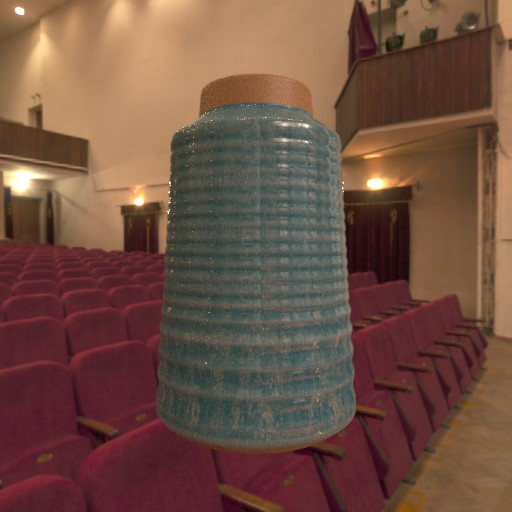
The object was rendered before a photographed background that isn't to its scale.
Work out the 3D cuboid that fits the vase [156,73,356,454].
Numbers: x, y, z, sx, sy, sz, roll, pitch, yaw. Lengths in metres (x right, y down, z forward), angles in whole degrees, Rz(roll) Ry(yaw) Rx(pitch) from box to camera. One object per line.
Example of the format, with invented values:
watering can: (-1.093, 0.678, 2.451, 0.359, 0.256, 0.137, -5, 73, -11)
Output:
vase: (0.000, 0.000, 0.368, 0.163, 0.267, 0.163, 0, 1, 0)
